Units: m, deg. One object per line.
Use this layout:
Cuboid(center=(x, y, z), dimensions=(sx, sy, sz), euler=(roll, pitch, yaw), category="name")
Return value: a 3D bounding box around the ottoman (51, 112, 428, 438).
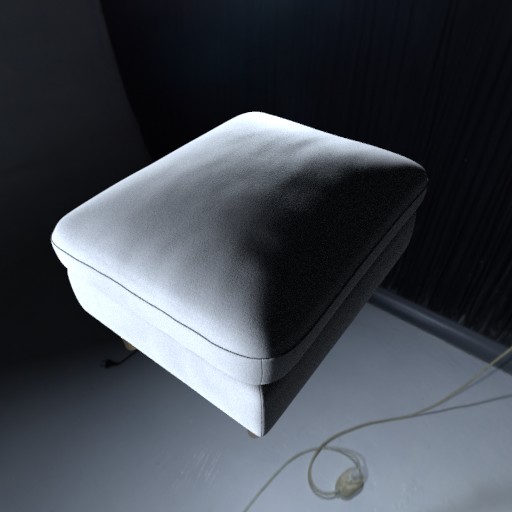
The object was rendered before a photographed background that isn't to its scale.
Cuboid(center=(0.000, 0.000, 1.131), dimensions=(0.593, 0.478, 0.747), euler=(26, 49, 26), category="ottoman")
